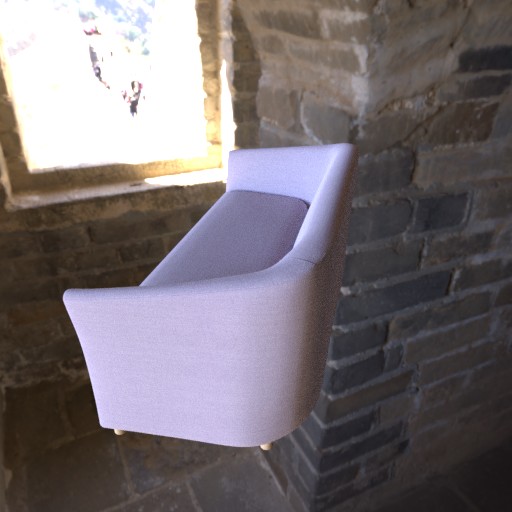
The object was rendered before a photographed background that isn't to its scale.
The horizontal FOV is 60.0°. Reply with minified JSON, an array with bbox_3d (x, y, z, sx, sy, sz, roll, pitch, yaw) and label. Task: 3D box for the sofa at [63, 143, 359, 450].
[{"bbox_3d":[0.000,0.000,1.821,0.705,0.721,1.452,8,30,13],"label":"sofa"}]
